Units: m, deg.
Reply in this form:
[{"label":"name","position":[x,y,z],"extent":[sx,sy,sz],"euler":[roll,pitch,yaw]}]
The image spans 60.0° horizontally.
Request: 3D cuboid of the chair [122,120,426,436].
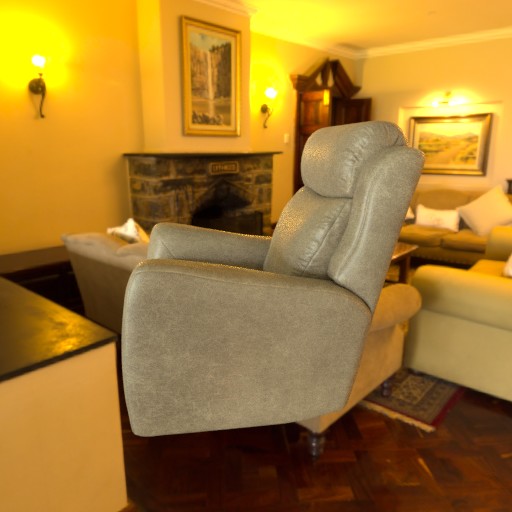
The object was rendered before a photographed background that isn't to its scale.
[{"label":"chair","position":[0.000,0.000,1.944],"extent":[1.068,1.116,0.967],"euler":[-2,14,-8]}]
